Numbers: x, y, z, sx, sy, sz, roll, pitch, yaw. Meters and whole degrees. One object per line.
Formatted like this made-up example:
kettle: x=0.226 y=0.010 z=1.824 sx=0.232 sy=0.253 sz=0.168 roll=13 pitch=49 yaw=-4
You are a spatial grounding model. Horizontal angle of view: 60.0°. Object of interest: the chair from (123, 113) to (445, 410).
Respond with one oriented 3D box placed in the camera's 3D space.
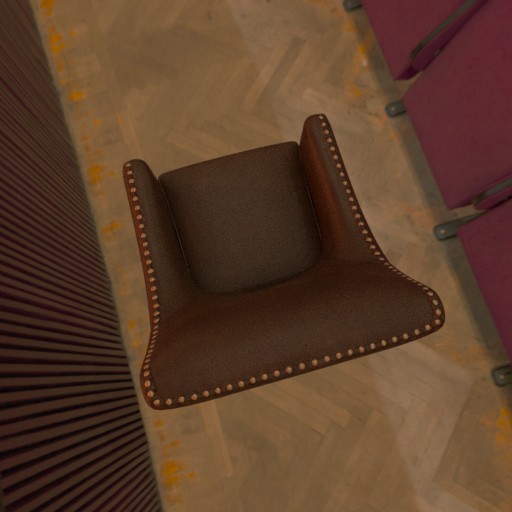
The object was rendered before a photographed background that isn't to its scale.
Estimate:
chair: x=0.000 y=0.000 z=1.326 sx=0.639 sy=0.813 sz=0.704 roll=-15 pitch=76 yaw=-4
